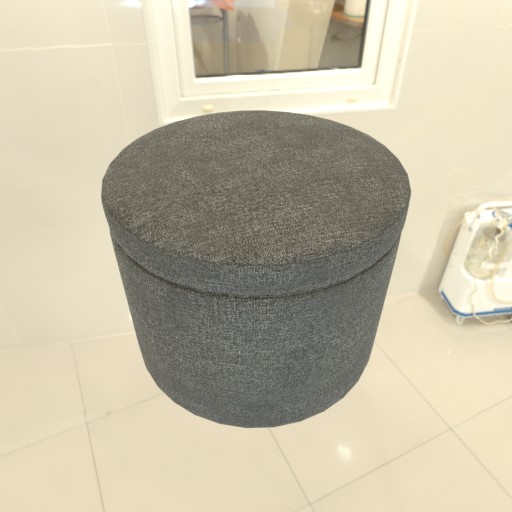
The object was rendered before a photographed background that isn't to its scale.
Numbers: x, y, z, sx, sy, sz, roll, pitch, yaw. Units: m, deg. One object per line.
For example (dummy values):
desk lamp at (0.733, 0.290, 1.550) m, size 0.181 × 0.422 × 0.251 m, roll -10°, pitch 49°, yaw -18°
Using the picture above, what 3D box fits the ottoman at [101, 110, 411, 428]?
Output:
ottoman at (0.000, 0.000, 0.852) m, size 0.500 × 0.419 × 0.500 m, roll 0°, pitch 39°, yaw 0°
